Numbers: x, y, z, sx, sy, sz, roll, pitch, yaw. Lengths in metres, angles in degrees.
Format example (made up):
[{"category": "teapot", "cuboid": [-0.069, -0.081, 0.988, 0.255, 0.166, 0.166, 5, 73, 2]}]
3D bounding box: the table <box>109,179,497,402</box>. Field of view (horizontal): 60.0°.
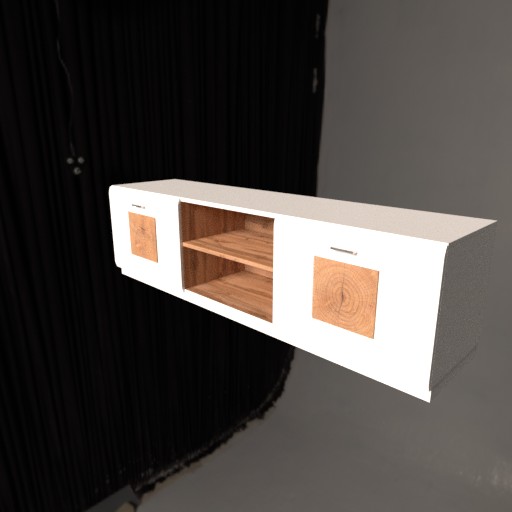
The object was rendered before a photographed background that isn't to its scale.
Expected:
[{"category": "table", "cuboid": [0.000, 0.000, 1.718, 1.550, 0.440, 0.400, 15, 22, 42]}]
